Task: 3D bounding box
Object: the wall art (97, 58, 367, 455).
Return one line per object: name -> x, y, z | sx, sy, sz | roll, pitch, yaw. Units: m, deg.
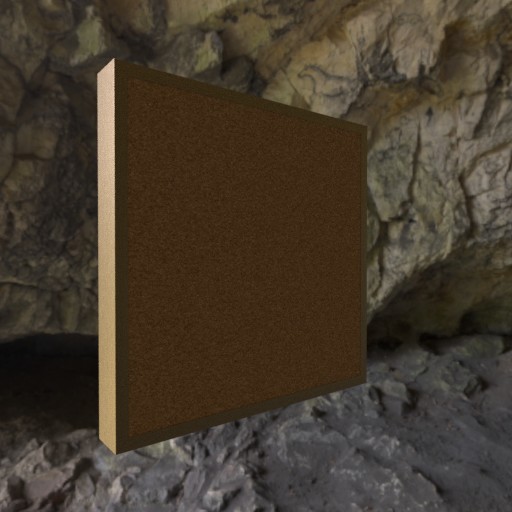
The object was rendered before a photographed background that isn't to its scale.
wall art -> 0.000, 0.000, 0.448 | 0.304, 0.305, 0.038 | -1, 1, -38
